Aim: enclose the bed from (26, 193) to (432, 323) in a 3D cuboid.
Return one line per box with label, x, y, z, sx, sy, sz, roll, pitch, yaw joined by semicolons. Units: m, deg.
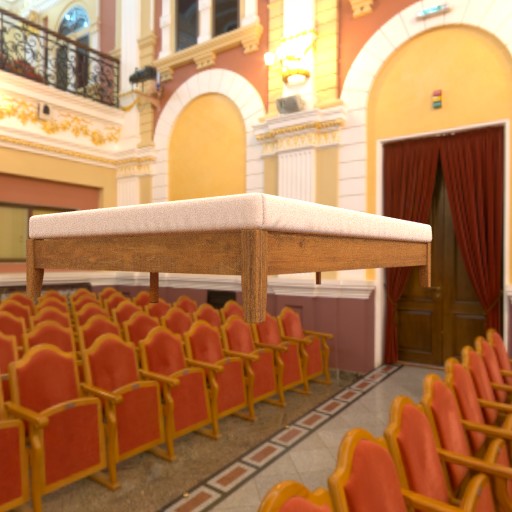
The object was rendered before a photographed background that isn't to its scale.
bed;0.000;0.000;2.691;1.536;0.431;2.016;0;0;37
